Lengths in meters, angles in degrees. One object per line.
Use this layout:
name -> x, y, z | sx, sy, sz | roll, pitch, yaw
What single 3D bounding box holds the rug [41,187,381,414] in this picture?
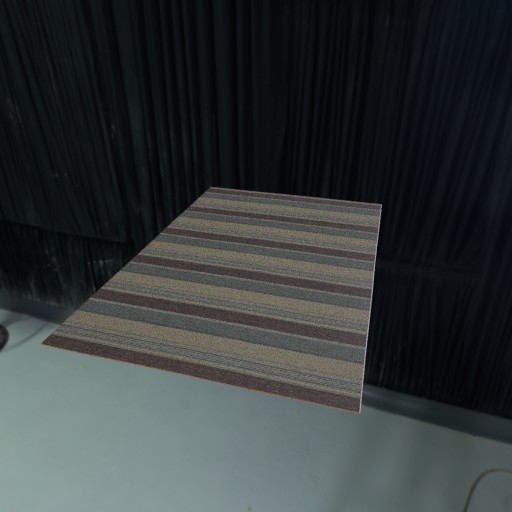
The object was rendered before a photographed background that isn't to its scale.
rug -> 0.000, 0.000, 2.337 | 1.219, 0.008, 1.829 | 8, 30, 14
